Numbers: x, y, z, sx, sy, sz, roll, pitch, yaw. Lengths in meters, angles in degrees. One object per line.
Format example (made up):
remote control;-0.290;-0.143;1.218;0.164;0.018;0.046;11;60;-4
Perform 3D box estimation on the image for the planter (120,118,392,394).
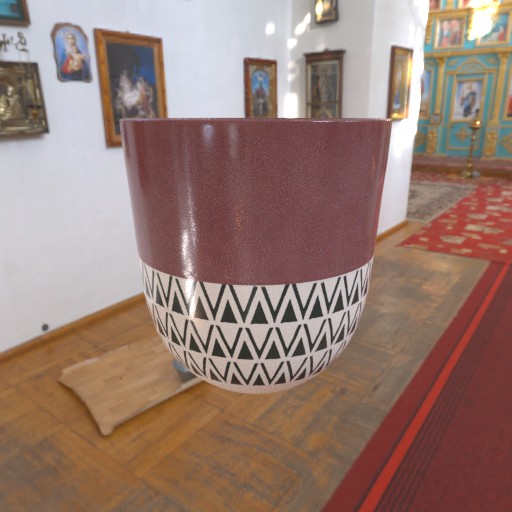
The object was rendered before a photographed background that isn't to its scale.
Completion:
planter;0.000;0.000;0.362;0.195;0.214;0.195;0;18;0
